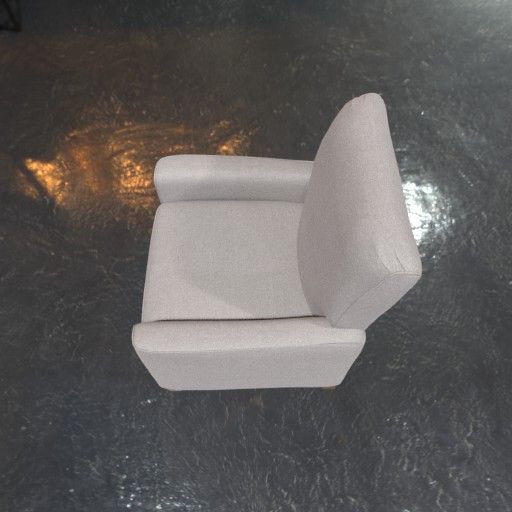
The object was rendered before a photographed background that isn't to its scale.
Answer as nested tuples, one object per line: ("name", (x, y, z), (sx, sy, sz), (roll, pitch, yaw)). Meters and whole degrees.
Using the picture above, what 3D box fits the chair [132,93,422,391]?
("chair", (0.000, 0.000, 1.688), (0.859, 1.023, 0.845), (-1, 59, 0))
